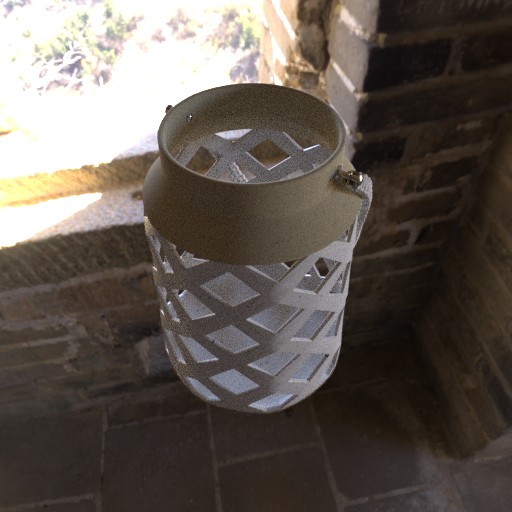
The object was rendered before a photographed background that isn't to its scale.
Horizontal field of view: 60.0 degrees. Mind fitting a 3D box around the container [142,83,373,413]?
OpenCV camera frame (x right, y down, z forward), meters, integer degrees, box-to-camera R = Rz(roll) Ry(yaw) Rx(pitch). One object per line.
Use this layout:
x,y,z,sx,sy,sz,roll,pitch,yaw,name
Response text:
0.000,0.000,0.395,0.188,0.264,0.198,26,53,21,container
